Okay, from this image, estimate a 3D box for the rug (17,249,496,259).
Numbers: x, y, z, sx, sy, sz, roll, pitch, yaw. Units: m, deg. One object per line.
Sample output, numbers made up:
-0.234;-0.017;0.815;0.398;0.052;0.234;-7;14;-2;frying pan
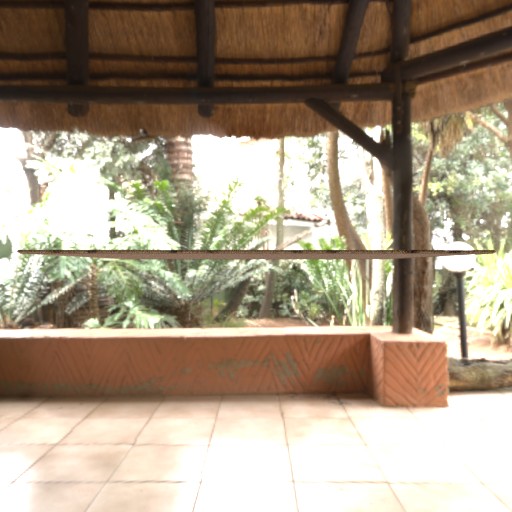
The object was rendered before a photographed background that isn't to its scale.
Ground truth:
0.000;0.000;3.946;3.000;0.026;2.399;0;-1;-1;rug
